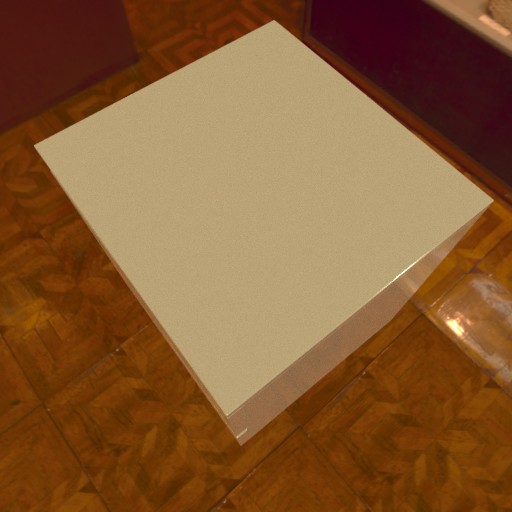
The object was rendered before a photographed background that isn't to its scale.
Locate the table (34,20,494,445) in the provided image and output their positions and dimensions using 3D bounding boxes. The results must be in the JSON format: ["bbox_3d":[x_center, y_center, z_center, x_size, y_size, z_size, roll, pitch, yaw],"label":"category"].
[{"bbox_3d":[0.000,0.000,0.763,0.400,0.470,0.420,-35,69,-16],"label":"table"}]
